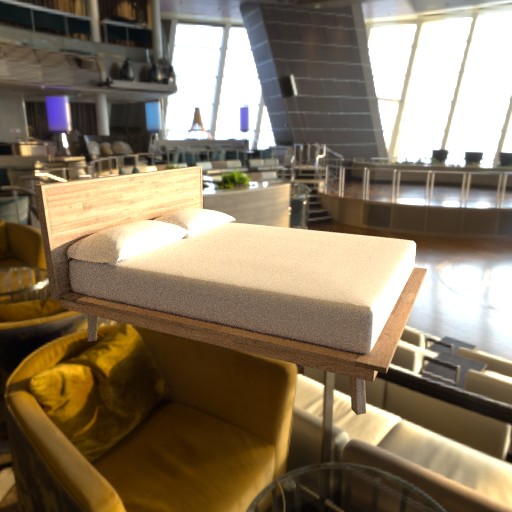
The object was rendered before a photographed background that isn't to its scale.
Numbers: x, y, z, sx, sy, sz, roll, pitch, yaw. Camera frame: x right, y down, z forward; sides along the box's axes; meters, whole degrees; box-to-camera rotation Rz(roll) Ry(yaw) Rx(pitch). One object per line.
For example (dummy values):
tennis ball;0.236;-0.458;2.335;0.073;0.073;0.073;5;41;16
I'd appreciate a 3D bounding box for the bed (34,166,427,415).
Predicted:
bed;0.000;0.000;3.134;2.145;1.071;1.759;8;17;25
